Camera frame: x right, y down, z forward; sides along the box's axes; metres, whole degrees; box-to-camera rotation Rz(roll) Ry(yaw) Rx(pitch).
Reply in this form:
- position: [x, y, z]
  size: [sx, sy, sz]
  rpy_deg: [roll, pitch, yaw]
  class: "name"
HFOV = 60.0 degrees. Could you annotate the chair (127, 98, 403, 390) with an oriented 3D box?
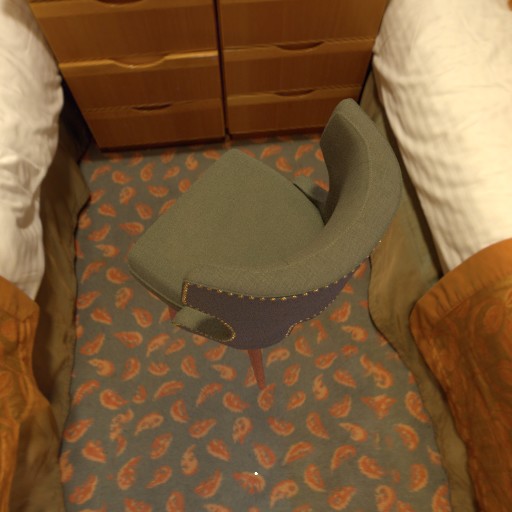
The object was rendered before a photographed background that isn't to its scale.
- position: [0.000, 0.000, 1.274]
  size: [0.581, 0.863, 0.595]
  rpy_deg: [34, 69, 15]
  class: "chair"
